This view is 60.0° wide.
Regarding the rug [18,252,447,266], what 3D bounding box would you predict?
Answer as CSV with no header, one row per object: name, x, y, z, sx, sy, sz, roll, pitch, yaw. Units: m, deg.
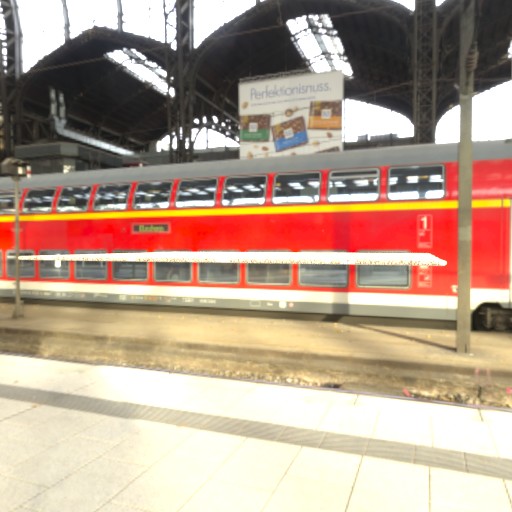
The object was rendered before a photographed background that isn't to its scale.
rug,0.000,0.000,4.045,3.047,0.029,2.438,0,1,19
